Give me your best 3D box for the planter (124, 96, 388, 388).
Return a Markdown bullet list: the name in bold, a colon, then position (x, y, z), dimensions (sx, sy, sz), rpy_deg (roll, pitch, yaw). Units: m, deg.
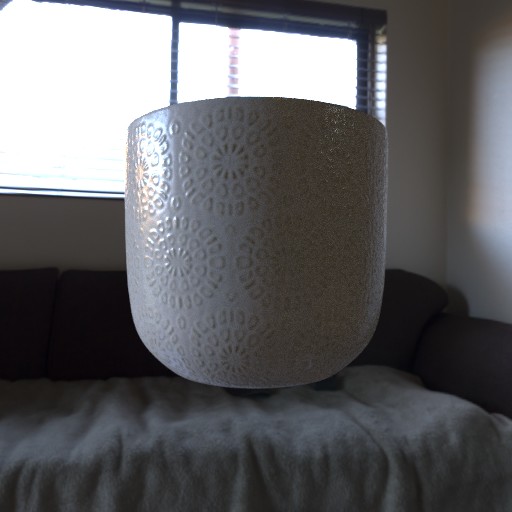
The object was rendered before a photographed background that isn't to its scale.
- **planter**: position (0.000, 0.000, 0.296), dimensions (0.170, 0.152, 0.170), rpy_deg (0, -1, 0)
